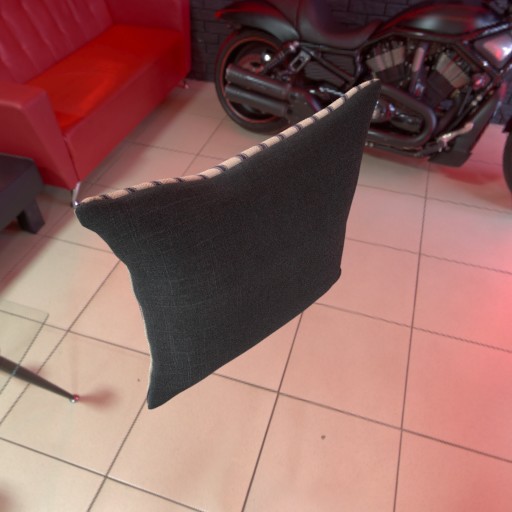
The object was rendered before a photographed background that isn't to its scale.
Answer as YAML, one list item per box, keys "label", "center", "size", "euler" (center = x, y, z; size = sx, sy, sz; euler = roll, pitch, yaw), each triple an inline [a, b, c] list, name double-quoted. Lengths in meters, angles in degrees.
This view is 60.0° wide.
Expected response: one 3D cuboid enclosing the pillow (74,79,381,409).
- label: "pillow"
  center: [0.000, 0.000, 0.692]
  size: [0.468, 0.444, 0.138]
  euler: [-31, 53, -26]
